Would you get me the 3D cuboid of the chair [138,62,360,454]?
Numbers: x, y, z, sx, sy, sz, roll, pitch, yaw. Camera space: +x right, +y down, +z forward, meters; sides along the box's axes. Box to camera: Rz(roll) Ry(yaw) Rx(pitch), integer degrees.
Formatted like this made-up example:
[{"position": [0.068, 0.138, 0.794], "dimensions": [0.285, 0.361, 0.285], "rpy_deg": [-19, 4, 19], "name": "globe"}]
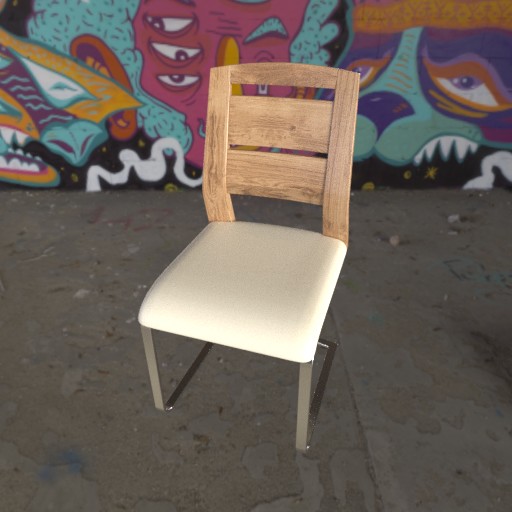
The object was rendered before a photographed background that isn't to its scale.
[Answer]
[{"position": [0.000, 0.000, 1.241], "dimensions": [0.457, 0.955, 0.561], "rpy_deg": [10, 30, 17], "name": "chair"}]
